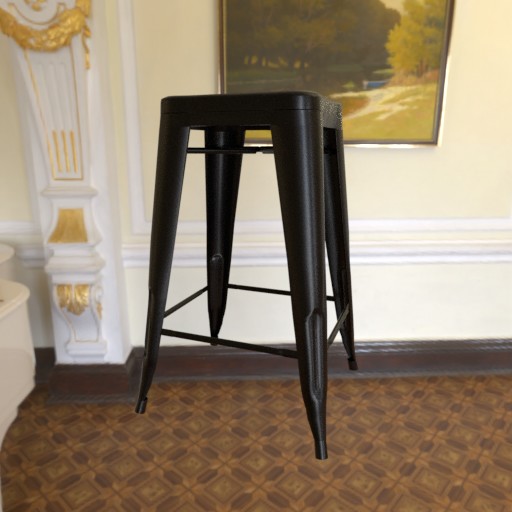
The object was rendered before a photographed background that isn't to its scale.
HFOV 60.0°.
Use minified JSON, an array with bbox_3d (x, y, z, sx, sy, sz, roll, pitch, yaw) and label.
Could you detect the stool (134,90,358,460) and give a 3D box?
[{"bbox_3d":[0.000,0.000,0.912,0.455,0.609,0.423,2,14,10],"label":"stool"}]
